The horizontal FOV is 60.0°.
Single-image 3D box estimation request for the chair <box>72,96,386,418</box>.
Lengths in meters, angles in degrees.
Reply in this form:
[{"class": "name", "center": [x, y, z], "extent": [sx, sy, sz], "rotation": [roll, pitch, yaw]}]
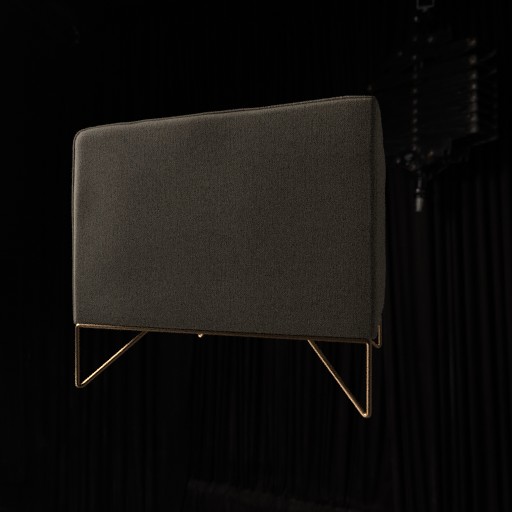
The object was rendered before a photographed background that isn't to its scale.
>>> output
[{"class": "chair", "center": [0.000, 0.000, 1.636], "extent": [0.912, 0.799, 0.920], "rotation": [0, 0, 17]}]
